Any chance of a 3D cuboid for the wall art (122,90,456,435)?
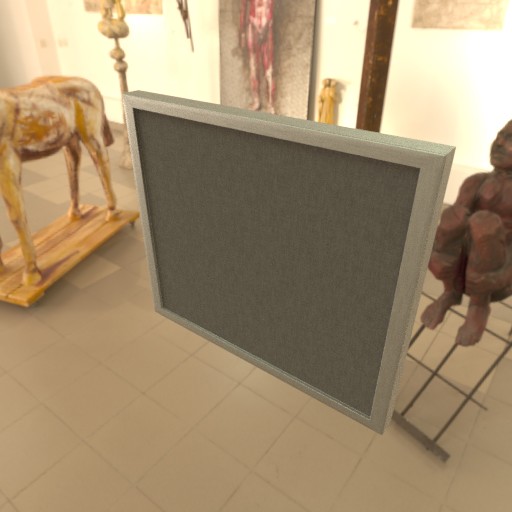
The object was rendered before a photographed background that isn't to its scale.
[{"bbox_3d":[0.000,0.000,0.528,0.380,0.330,0.028,21,37,31],"label":"wall art"}]
